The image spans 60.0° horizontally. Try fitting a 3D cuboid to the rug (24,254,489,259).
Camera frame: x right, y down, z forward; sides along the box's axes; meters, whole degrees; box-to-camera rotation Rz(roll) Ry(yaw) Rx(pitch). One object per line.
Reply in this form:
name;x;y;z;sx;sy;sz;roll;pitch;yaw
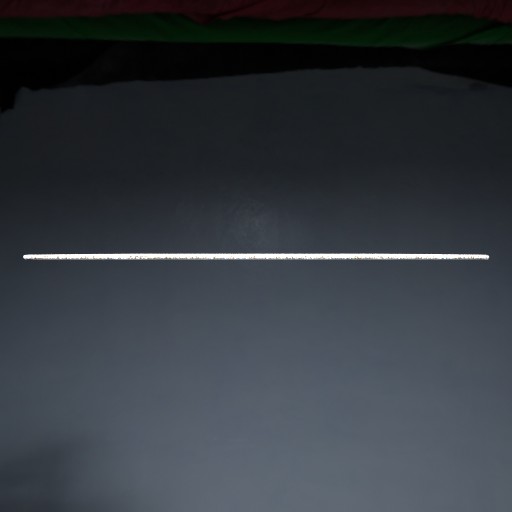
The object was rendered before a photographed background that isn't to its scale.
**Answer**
rug;0.000;0.000;4.094;3.047;0.029;2.438;0;0;0
